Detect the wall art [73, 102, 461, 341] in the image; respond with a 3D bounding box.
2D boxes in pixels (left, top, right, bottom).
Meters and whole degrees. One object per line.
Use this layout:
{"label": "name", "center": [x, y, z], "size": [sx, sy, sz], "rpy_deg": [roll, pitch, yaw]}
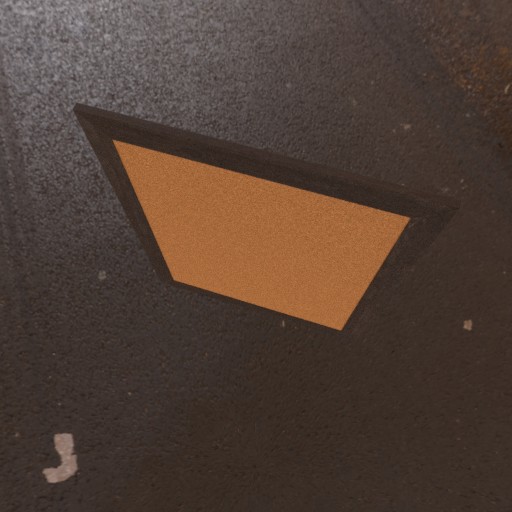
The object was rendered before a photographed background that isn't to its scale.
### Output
{"label": "wall art", "center": [0.000, 0.000, 0.780], "size": [0.476, 0.570, 0.013], "rpy_deg": [16, 65, 8]}
